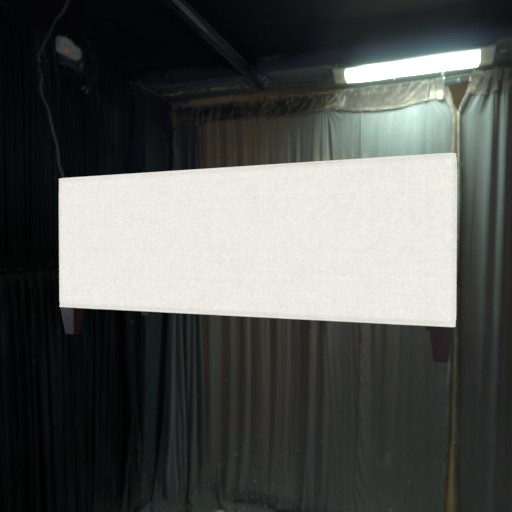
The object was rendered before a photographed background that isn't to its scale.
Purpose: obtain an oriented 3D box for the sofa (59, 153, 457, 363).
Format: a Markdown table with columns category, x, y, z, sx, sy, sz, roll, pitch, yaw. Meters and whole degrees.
| category | x | y | z | sx | sy | sz | roll | pitch | yaw |
| --- | --- | --- | --- | --- | --- | --- | --- | --- | --- |
| sofa | 0.000 | 0.000 | 2.228 | 1.778 | 0.762 | 0.775 | 0 | 1 | 19 |
